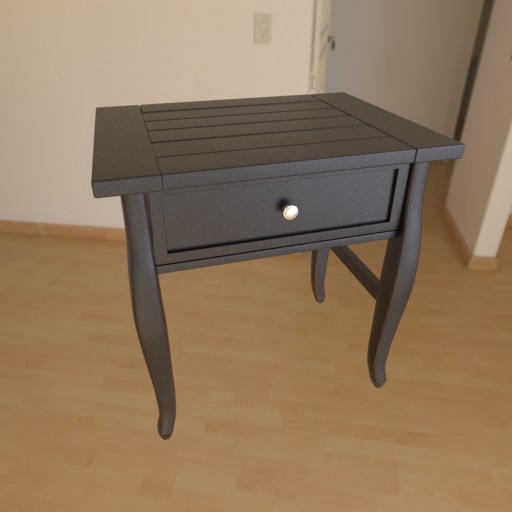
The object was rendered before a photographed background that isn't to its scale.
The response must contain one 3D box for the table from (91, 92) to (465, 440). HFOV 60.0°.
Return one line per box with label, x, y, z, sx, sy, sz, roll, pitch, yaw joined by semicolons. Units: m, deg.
table;0.000;0.000;1.017;0.602;0.604;0.460;-9;32;-14
